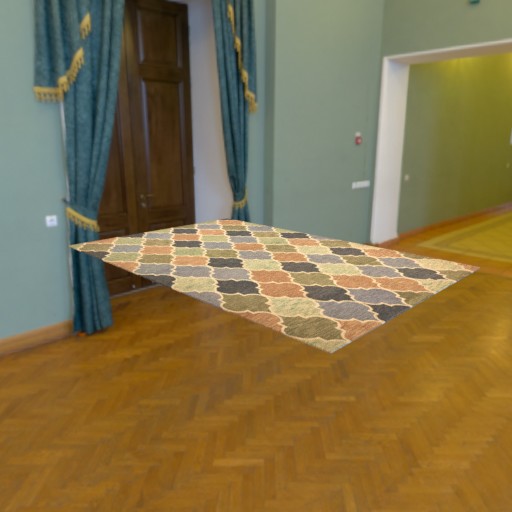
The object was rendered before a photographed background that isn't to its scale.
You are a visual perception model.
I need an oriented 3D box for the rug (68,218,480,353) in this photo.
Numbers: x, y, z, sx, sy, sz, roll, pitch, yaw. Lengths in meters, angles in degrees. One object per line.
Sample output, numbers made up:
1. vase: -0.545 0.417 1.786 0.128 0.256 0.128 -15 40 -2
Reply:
1. rug: 0.000 0.000 2.333 1.828 0.006 1.216 15 21 43
